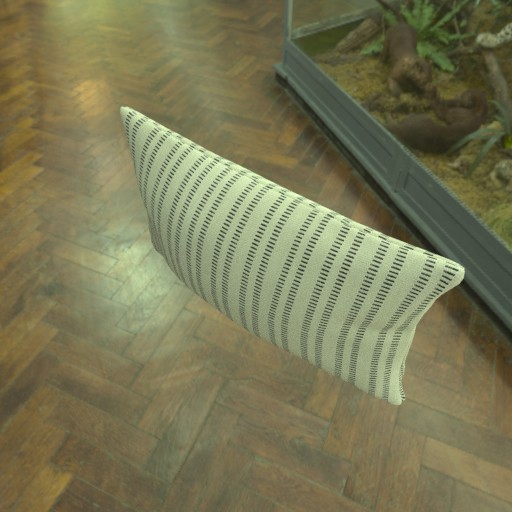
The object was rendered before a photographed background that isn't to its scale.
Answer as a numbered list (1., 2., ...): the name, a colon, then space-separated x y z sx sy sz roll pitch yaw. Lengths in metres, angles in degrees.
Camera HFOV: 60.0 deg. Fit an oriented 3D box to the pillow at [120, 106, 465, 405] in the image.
1. pillow: 0.000 0.000 0.781 0.640 0.353 0.210 30 54 26
